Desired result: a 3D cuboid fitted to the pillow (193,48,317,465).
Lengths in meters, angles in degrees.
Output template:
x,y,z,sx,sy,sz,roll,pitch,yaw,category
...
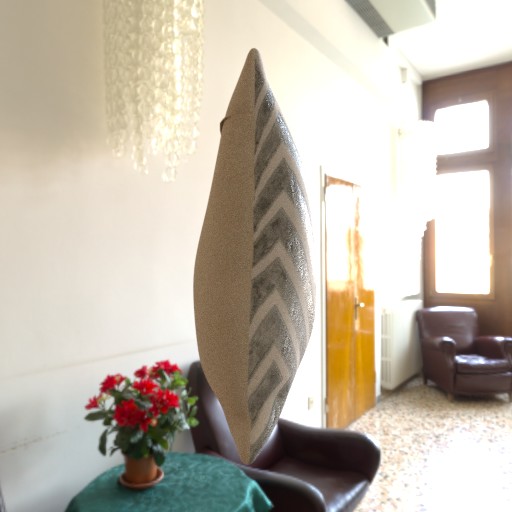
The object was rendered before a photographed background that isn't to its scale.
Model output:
x,y,z,sx,sy,sz,roll,pitch,yaw,category
0.000,0.000,0.676,0.182,0.441,0.440,0,-1,0,pillow
